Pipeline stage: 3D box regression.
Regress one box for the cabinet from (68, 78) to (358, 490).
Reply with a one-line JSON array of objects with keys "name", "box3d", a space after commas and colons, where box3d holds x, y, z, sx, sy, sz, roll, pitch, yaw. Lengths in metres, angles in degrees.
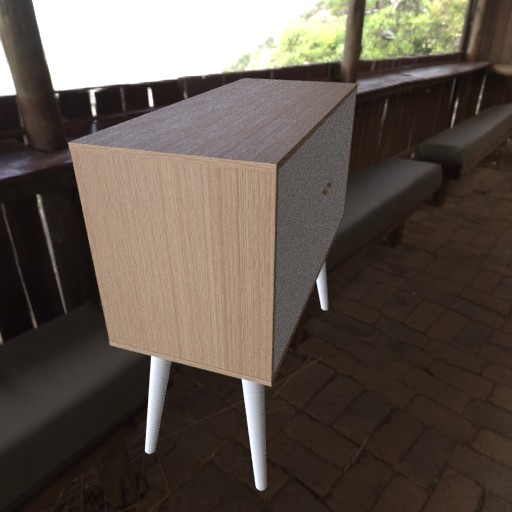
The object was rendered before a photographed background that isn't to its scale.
[{"name": "cabinet", "box3d": [0.000, 0.000, 1.548, 0.470, 1.016, 1.057, 10, 30, 17]}]
